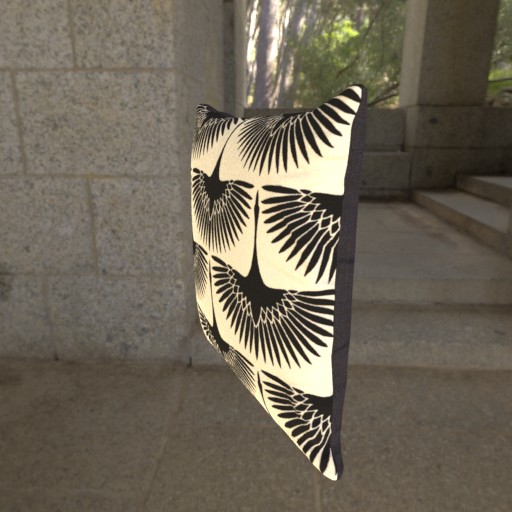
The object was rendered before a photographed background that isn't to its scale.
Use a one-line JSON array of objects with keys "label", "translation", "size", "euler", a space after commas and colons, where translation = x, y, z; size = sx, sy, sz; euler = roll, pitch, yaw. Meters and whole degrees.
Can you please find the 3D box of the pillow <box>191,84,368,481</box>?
[{"label": "pillow", "translation": [0.000, 0.000, 0.638], "size": [0.139, 0.432, 0.432], "euler": [-8, 18, -25]}]
